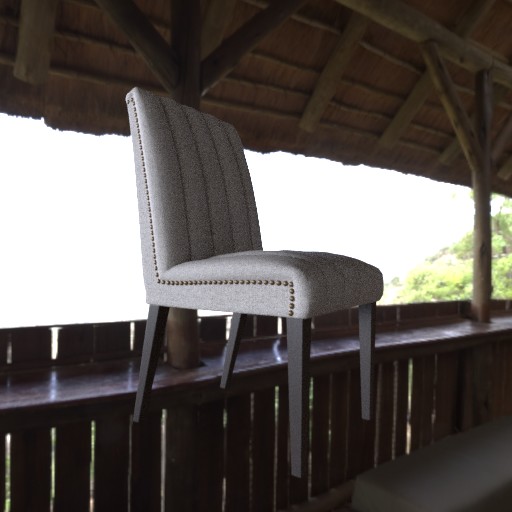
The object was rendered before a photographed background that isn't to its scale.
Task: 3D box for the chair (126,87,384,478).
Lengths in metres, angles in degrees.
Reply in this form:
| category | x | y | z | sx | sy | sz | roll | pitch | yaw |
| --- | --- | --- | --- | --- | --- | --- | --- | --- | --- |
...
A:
| category | x | y | z | sx | sy | sz | roll | pitch | yaw |
| --- | --- | --- | --- | --- | --- | --- | --- | --- | --- |
| chair | 0.000 | 0.000 | 1.357 | 0.647 | 1.016 | 0.511 | 0 | 0 | 35 |
